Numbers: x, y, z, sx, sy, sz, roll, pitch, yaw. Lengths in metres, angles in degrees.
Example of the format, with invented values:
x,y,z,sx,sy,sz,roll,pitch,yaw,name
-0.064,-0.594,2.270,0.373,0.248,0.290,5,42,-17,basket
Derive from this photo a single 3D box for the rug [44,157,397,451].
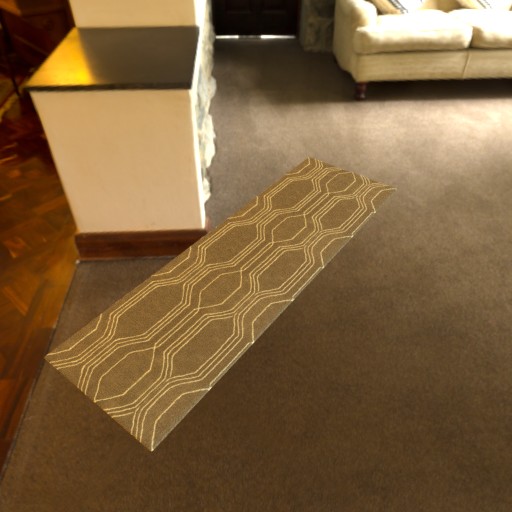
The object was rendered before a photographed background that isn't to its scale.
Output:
x,y,z,sx,sy,sz,roll,pitch,yaw,name
0.000,0.000,2.750,0.773,0.012,2.464,27,49,27,rug
